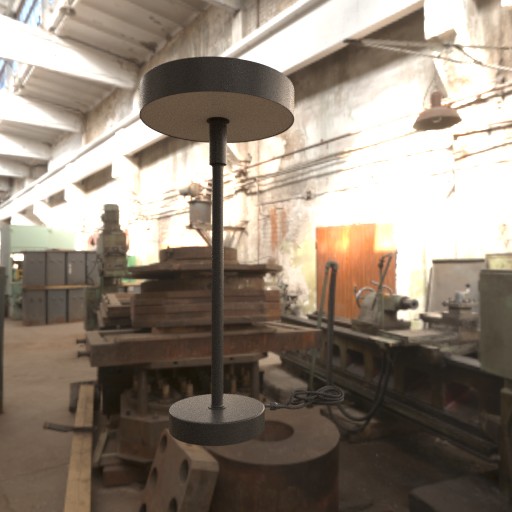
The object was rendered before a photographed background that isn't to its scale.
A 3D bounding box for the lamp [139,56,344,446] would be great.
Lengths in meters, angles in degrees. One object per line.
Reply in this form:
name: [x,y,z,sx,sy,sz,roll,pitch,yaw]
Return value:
lamp: [0.000,0.000,0.702,0.369,0.508,0.229,1,-2,-36]
